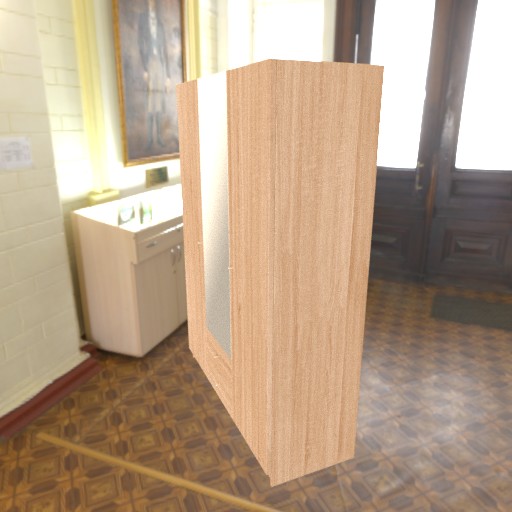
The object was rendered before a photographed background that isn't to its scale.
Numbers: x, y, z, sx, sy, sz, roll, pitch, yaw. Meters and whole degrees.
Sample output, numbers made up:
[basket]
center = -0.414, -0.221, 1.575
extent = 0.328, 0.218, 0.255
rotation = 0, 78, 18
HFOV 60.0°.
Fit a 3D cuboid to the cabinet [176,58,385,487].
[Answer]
[cabinet]
center = 0.000, 0.000, 2.819
extent = 0.590, 2.120, 1.500
rotation = -7, 19, -23
